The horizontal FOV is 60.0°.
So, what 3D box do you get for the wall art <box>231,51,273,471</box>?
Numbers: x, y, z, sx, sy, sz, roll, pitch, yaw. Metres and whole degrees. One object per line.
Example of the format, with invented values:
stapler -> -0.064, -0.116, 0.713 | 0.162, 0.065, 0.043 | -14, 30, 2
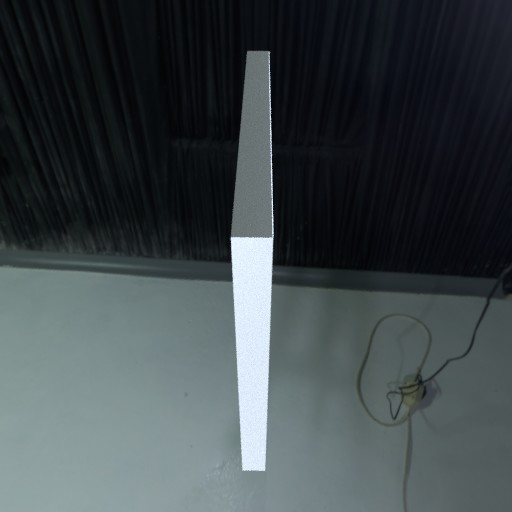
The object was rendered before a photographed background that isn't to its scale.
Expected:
wall art -> 0.000, 0.000, 0.755 | 0.038, 0.505, 0.506 | 1, 42, 1
